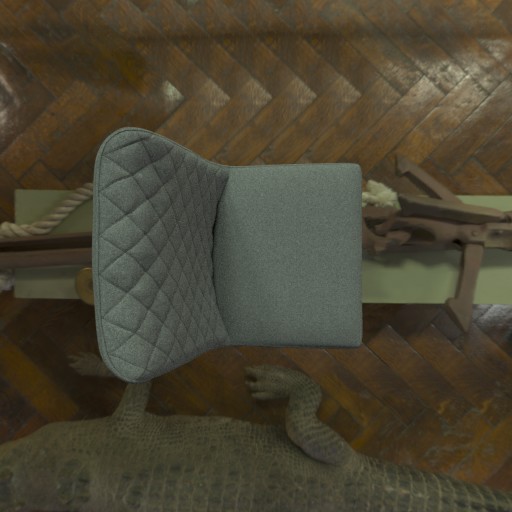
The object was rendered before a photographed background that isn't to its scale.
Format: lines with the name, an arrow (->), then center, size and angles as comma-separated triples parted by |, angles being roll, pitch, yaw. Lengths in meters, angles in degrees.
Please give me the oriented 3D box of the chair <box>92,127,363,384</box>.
chair -> 0.000, 0.000, 1.206 | 0.587, 0.889, 0.508 | 0, 90, -1
